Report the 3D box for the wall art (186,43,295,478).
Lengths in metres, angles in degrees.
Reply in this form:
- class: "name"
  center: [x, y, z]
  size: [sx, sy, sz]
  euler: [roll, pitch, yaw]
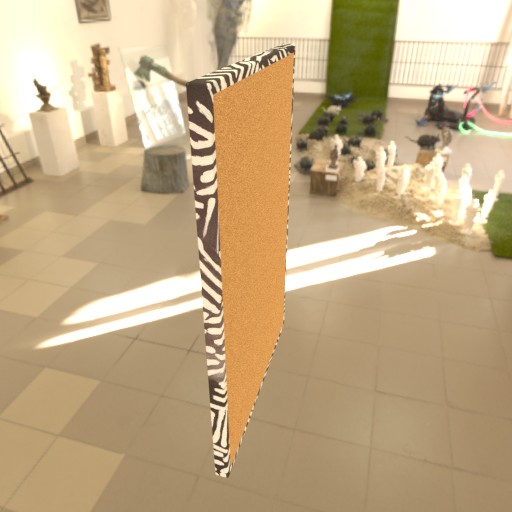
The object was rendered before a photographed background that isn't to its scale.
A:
- class: "wall art"
  center: [0.000, 0.000, 1.116]
  size: [0.035, 0.918, 0.615]
  euler: [8, 31, 14]
